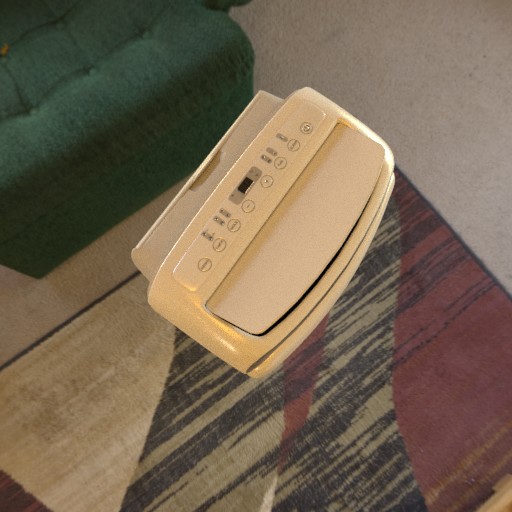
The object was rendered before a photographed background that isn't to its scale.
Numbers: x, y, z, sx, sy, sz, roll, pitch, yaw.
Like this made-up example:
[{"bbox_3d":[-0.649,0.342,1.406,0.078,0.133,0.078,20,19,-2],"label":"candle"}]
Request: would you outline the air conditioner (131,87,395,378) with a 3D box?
[{"bbox_3d":[0.000,0.000,1.016,0.414,0.786,0.449,34,78,8],"label":"air conditioner"}]
